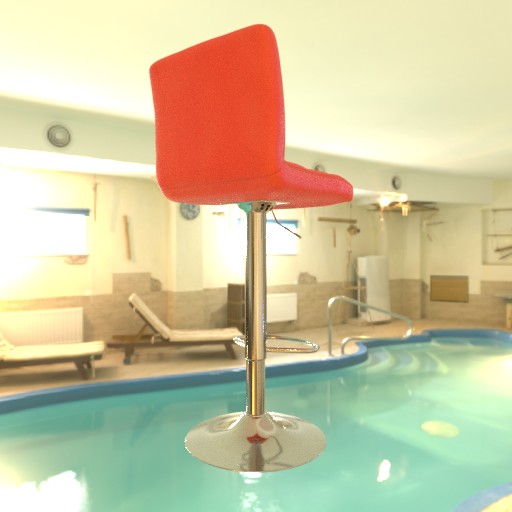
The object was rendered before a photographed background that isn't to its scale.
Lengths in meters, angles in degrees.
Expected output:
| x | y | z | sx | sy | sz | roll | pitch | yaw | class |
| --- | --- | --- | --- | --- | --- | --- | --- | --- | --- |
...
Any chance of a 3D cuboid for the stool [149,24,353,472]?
| x | y | z | sx | sy | sz | roll | pitch | yaw | class |
| --- | --- | --- | --- | --- | --- | --- | --- | --- | --- |
| 0.000 | 0.000 | 1.344 | 0.430 | 1.115 | 0.505 | 0 | 1 | 36 | stool |
